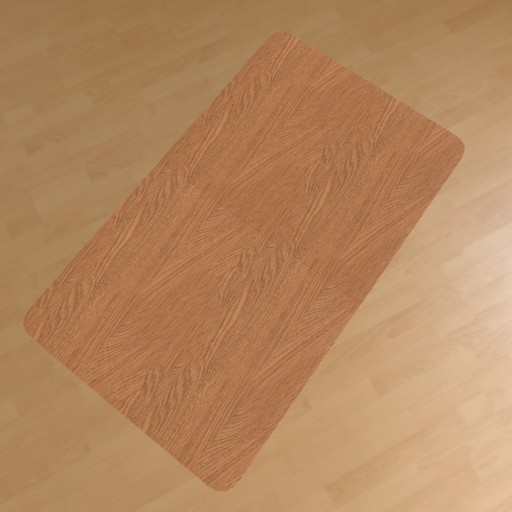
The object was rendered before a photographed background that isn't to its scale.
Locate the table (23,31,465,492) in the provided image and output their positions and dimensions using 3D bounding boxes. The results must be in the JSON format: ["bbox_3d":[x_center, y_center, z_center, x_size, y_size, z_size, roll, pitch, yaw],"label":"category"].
[{"bbox_3d":[0.000,0.000,2.048,0.950,0.770,1.600,36,78,9],"label":"table"}]
